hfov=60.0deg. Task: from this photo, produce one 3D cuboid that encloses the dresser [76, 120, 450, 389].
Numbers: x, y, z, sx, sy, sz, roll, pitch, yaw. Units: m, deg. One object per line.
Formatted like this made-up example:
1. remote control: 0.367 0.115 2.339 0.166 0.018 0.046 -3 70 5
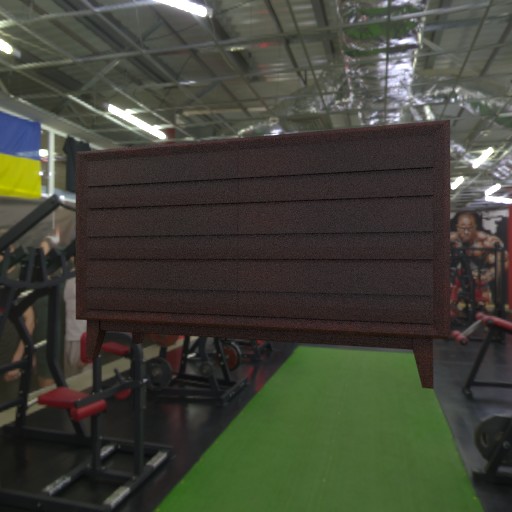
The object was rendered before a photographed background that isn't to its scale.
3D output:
1. dresser: 0.000 0.000 2.058 1.609 0.971 0.499 0 0 18
